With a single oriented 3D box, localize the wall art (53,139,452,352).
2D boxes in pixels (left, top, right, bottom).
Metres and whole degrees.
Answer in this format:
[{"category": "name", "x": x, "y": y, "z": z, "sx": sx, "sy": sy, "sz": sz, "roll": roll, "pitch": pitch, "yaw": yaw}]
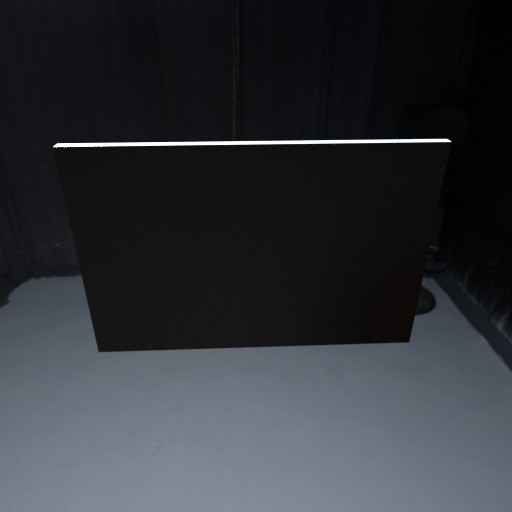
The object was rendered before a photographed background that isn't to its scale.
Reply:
[{"category": "wall art", "x": 0.000, "y": 0.000, "z": 1.194, "sx": 0.932, "sy": 0.610, "sz": 0.027, "roll": -1, "pitch": 29, "yaw": -2}]
